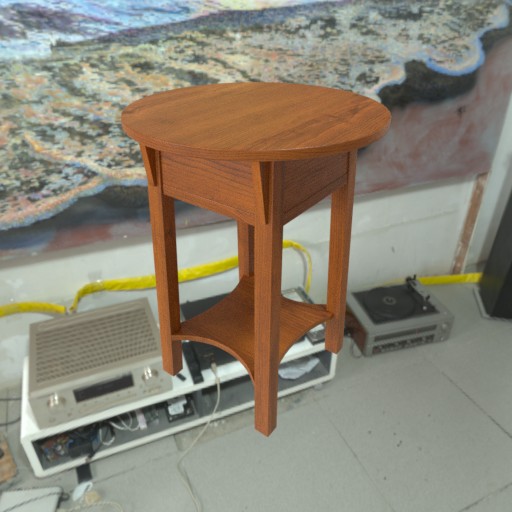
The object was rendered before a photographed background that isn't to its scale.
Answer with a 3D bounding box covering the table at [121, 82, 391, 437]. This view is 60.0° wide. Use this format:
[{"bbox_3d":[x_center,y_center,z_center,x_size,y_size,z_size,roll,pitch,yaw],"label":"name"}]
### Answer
[{"bbox_3d":[0.000,0.000,0.933,0.457,0.610,0.457,0,32,0],"label":"table"}]
